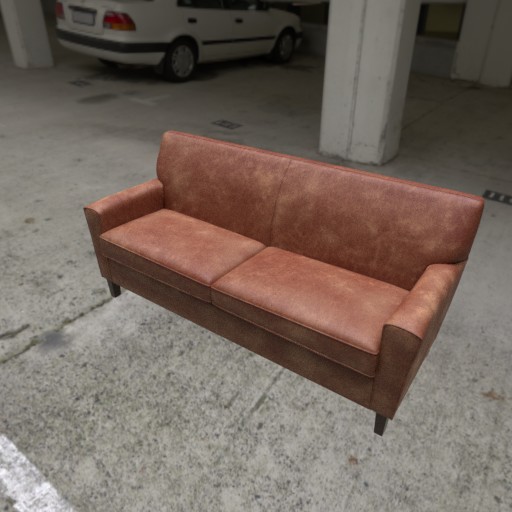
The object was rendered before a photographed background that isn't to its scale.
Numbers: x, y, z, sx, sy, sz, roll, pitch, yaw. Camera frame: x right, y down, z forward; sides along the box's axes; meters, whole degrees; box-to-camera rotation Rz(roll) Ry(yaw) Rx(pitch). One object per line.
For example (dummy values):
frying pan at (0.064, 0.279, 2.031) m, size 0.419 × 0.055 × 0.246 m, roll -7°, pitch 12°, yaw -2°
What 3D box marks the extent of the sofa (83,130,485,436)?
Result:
sofa at (0.000, 0.000, 2.503) m, size 2.053 × 0.947 × 0.805 m, roll 20°, pitch 36°, yaw 30°
